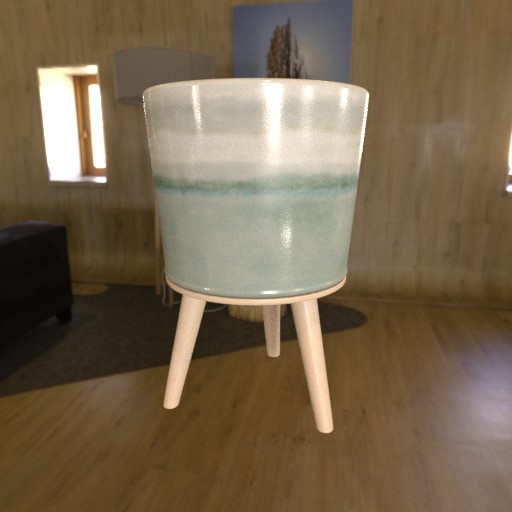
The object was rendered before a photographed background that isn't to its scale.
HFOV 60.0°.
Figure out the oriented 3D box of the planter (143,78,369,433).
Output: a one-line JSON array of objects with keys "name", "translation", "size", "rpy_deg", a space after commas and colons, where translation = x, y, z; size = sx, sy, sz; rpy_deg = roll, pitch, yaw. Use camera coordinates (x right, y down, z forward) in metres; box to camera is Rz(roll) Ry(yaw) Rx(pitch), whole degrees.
[{"name": "planter", "translation": [0.000, 0.000, 0.582], "size": [0.265, 0.404, 0.265], "rpy_deg": [7, 16, 26]}]
